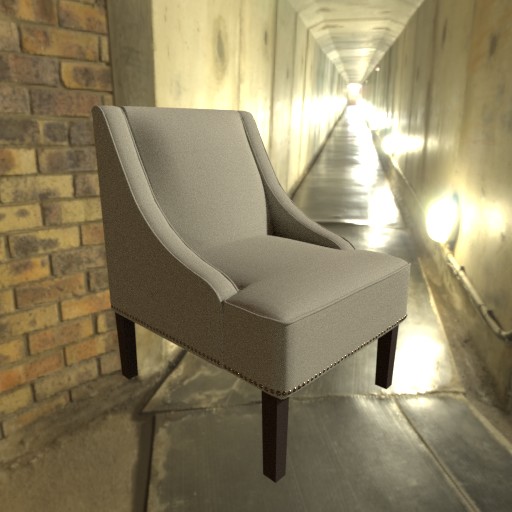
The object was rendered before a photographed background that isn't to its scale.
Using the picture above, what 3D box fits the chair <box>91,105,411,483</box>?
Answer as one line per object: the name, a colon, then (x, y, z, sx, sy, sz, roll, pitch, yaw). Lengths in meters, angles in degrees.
chair: (0.000, 0.000, 1.337, 0.737, 0.864, 0.610, 15, 22, 41)
